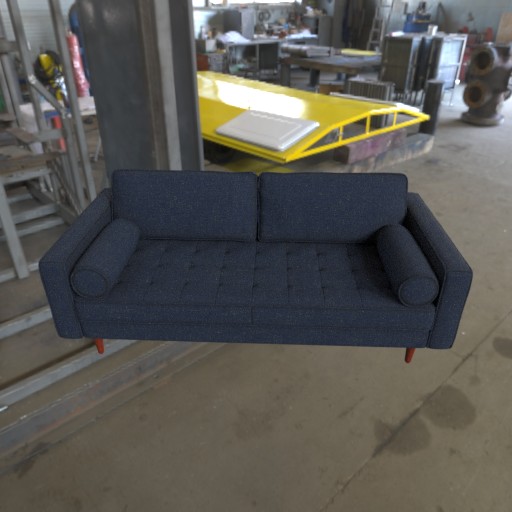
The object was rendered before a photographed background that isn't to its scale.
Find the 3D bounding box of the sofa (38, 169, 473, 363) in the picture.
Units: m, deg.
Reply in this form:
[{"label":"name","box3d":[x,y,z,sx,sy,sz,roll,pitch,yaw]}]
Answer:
[{"label":"sofa","box3d":[0.000,0.000,2.353,1.880,0.762,0.914,1,30,2]}]
